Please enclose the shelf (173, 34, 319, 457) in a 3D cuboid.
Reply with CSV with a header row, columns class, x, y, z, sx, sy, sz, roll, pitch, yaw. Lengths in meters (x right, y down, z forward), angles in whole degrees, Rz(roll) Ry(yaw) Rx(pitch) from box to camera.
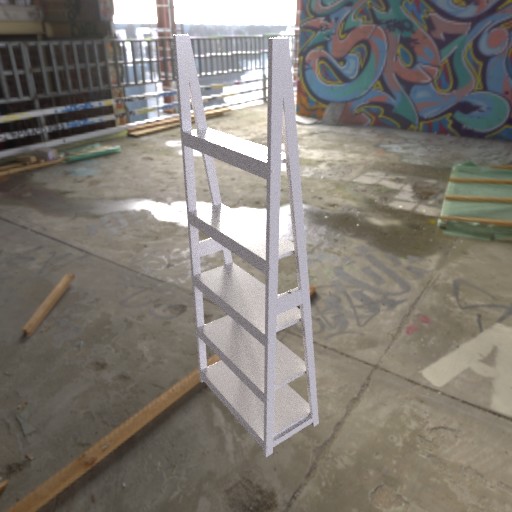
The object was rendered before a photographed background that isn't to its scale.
class,x,y,z,sx,sy,sz,roll,pitch,yaw
shelf,0.000,0.000,1.999,0.341,1.779,0.636,-19,33,-31
